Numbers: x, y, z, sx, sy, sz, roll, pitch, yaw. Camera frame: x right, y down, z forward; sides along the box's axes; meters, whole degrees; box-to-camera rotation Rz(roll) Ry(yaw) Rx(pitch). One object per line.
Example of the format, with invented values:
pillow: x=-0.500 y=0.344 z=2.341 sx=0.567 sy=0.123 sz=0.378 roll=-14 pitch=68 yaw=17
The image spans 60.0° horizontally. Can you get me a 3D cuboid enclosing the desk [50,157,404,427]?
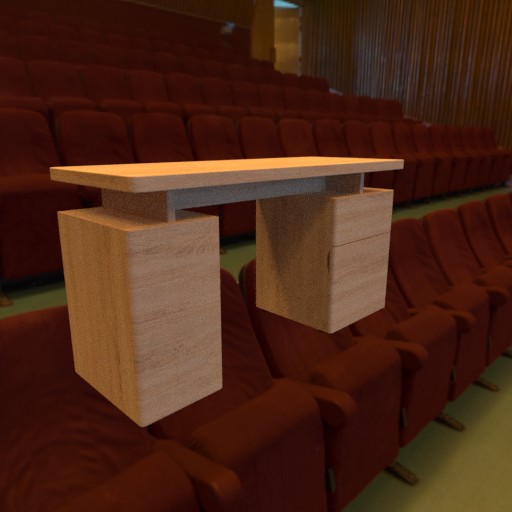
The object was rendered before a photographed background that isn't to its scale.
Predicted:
desk: x=0.000 y=0.000 z=1.849 sx=1.400 sy=0.760 sz=0.550 roll=-14 pitch=20 yaw=-43
